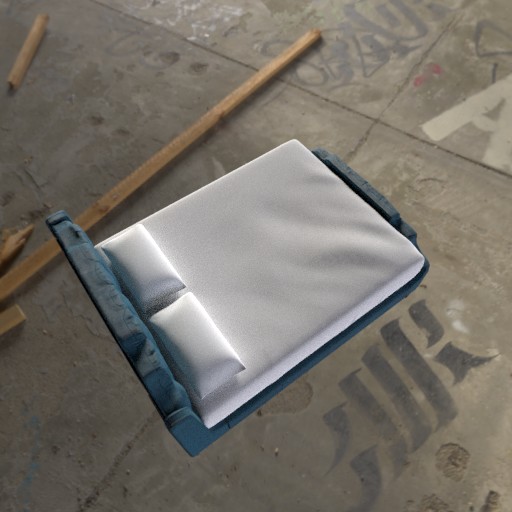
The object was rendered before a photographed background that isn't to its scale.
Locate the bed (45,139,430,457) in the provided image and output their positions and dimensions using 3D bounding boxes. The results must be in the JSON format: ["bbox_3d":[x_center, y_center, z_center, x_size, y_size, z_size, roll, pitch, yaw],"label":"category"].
[{"bbox_3d":[0.000,0.000,3.380,2.322,1.351,1.676,-32,64,-18],"label":"bed"}]
